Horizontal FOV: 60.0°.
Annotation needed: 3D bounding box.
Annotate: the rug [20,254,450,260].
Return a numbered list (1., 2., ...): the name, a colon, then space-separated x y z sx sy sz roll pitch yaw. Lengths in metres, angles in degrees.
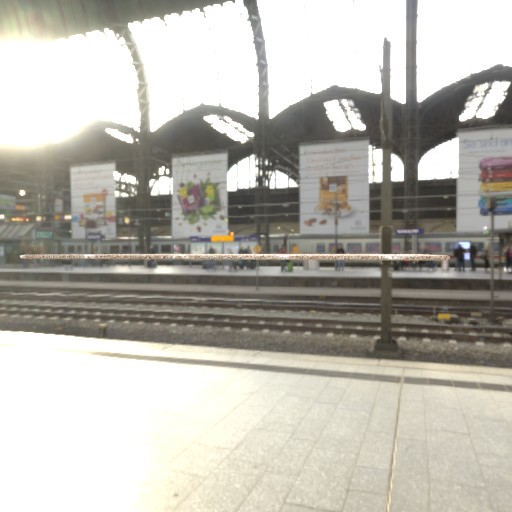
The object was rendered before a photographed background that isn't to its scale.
1. rug: 0.000 0.000 4.093 3.047 0.029 2.438 0 0 17
